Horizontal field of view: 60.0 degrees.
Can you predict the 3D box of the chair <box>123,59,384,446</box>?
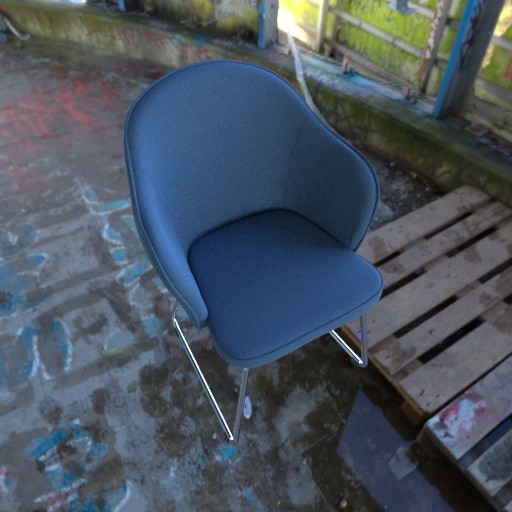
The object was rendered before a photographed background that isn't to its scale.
[{"bbox_3d":[0.000,0.000,1.179,0.570,0.815,0.585,-24,52,-20],"label":"chair"}]
